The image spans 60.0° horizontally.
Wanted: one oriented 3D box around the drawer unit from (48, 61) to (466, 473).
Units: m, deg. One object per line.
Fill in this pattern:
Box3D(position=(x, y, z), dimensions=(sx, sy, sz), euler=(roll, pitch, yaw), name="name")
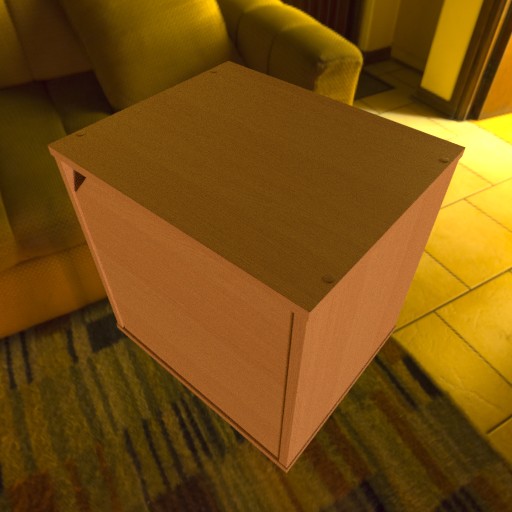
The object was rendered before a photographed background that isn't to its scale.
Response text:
Box3D(position=(0.000, 0.000, 0.604), dimensions=(0.349, 0.344, 0.290), euler=(31, 54, 27), name="drawer unit")
